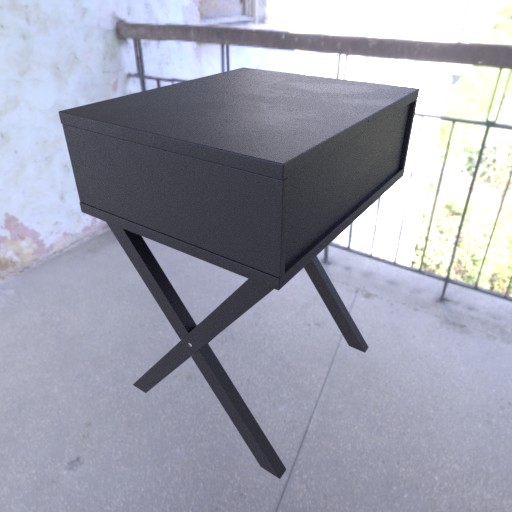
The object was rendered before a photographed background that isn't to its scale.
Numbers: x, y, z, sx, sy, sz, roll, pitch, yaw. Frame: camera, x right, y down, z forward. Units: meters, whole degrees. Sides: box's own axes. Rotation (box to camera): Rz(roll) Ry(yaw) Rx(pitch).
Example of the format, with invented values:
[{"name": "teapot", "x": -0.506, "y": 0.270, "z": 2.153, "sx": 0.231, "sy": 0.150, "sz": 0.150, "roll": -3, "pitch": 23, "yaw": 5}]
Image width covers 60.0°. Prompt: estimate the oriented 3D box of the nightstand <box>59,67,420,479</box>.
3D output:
[{"name": "nightstand", "x": 0.000, "y": 0.000, "z": 0.909, "sx": 0.402, "sy": 0.623, "sz": 0.479, "roll": 20, "pitch": 37, "yaw": 29}]
